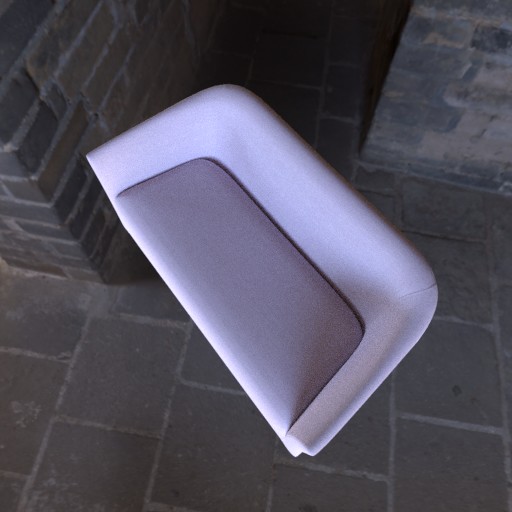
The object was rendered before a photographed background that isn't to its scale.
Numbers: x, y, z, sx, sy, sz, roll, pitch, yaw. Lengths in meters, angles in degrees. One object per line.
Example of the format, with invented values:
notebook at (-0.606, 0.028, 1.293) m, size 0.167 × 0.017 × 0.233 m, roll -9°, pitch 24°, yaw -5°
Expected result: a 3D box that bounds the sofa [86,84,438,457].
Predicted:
sofa at (0.000, 0.000, 1.877) m, size 0.705 × 0.721 × 1.452 m, roll -34°, pitch 68°, yaw -16°
